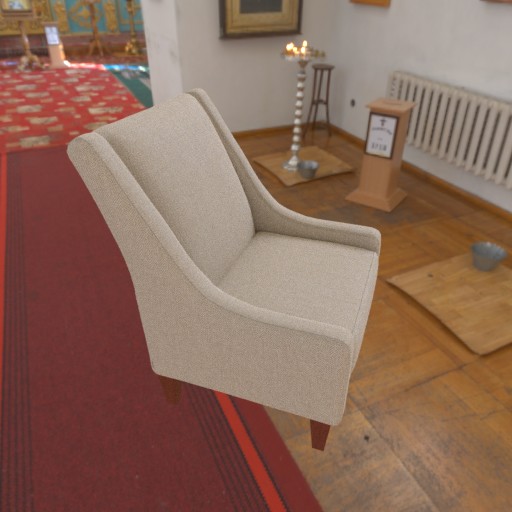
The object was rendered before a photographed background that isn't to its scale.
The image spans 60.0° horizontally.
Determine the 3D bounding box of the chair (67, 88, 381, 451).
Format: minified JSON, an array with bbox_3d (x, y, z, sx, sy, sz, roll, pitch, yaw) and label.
[{"bbox_3d":[0.000,0.000,1.649,0.870,1.014,0.774,11,33,17],"label":"chair"}]
